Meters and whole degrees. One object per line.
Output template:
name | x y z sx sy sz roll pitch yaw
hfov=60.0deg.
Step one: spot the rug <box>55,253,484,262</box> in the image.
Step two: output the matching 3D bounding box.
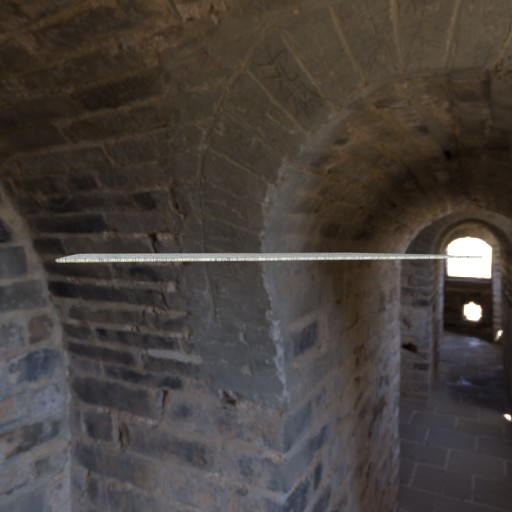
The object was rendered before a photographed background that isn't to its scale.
rug | 0.000 0.000 2.899 2.263 0.017 1.523 0 1 -19
